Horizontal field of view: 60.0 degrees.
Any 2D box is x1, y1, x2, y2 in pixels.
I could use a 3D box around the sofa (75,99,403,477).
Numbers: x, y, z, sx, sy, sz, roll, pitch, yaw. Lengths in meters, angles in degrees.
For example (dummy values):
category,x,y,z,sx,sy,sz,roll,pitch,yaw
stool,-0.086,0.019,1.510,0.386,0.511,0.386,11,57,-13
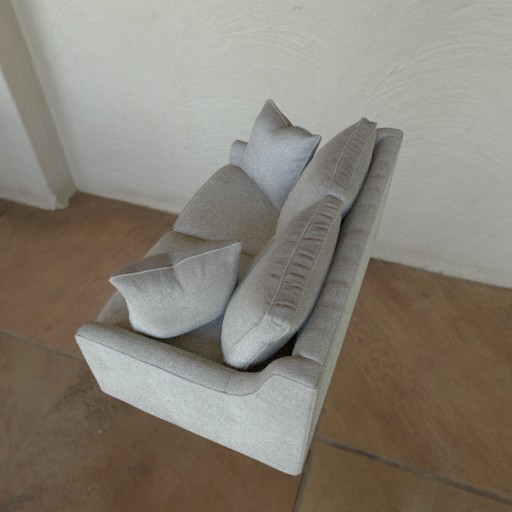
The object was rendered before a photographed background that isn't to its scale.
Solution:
category,x,y,z,sx,sy,sz,roll,pitch,yaw
sofa,0.000,0.000,1.958,0.915,0.863,1.422,16,48,15
